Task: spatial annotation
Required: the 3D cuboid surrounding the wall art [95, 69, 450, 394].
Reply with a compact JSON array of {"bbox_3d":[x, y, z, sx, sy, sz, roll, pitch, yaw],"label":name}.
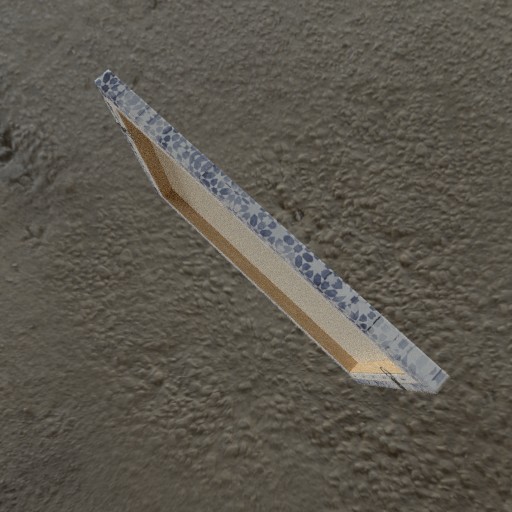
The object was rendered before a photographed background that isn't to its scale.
[{"bbox_3d":[0.000,0.000,0.768,0.608,0.406,0.030,43,79,10],"label":"wall art"}]
